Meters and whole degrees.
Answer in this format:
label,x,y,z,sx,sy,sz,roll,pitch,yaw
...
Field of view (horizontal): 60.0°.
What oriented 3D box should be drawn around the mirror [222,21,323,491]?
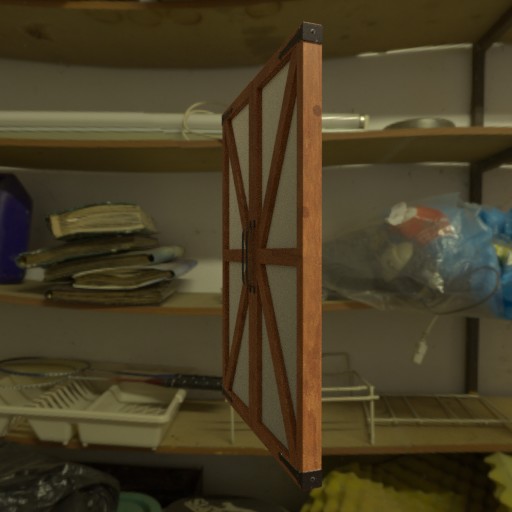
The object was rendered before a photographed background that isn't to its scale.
label,x,y,z,sx,sy,sz,roll,pitch,yaw
mirror,0.000,0.000,0.962,0.053,0.761,0.517,0,1,-19
